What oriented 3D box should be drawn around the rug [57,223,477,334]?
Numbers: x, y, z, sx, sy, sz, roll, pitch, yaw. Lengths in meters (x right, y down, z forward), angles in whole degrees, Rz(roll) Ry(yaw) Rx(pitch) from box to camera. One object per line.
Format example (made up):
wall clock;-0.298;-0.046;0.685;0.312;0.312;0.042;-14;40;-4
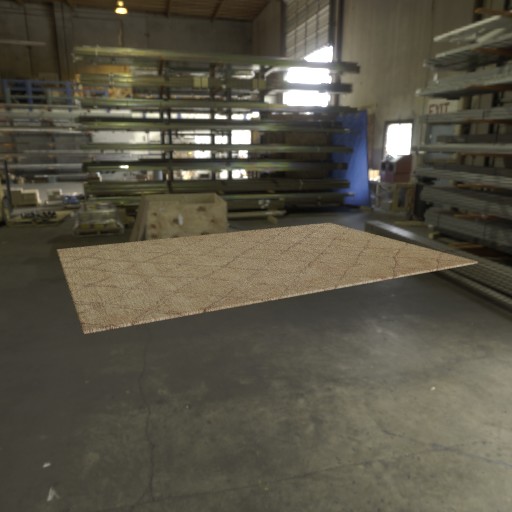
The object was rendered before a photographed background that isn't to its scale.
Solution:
rug;0.000;0.000;2.889;2.292;0.014;1.528;-7;16;-26
